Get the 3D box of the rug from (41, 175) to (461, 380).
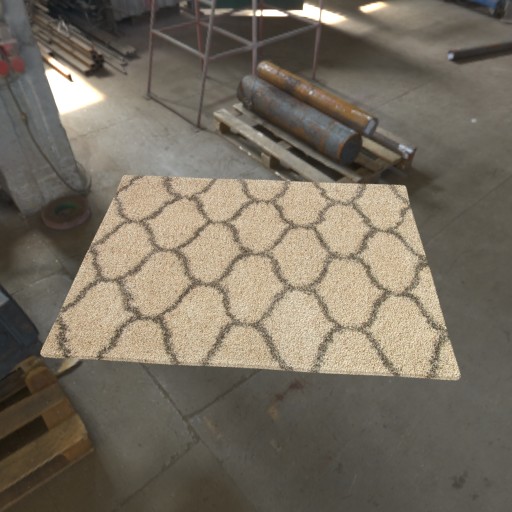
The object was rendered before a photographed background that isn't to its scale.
[{"bbox_3d":[0.000,0.000,2.095,1.600,0.025,1.200,3,45,3],"label":"rug"}]
